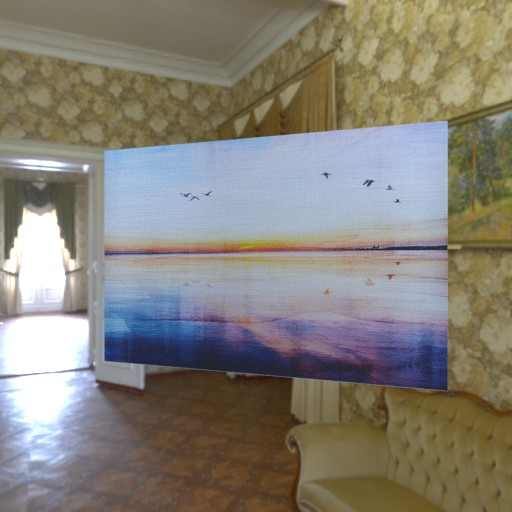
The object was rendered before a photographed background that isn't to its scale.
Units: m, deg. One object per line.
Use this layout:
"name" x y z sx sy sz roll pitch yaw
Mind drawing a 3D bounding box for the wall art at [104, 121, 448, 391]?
"wall art" 0.000 0.000 1.431 1.137 0.756 0.034 0 0 18
